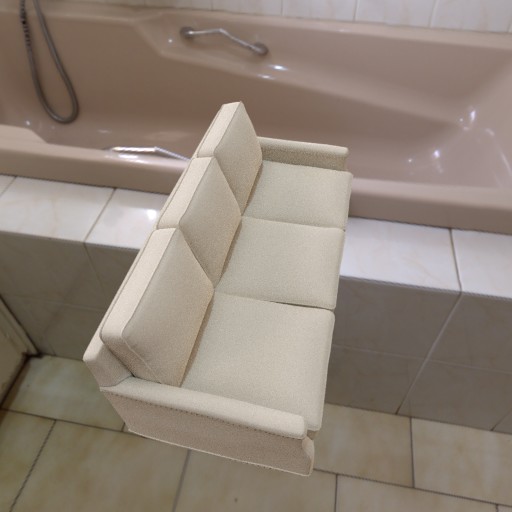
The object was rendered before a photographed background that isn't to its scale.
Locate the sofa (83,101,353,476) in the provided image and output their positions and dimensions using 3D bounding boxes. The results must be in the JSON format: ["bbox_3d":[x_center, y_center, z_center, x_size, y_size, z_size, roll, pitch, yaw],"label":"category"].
[{"bbox_3d":[0.000,0.000,2.804,1.084,1.003,2.246,10,48,9],"label":"sofa"}]
